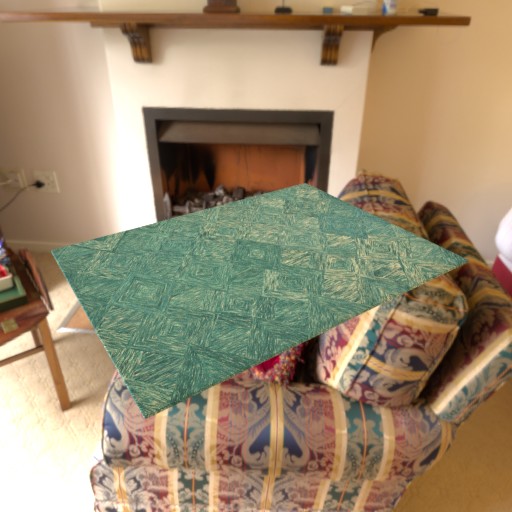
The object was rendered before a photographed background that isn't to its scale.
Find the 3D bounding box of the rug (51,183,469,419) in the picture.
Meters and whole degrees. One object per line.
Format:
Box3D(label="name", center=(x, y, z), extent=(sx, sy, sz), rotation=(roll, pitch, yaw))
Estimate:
Box3D(label="rug", center=(0.000, 0.000, 4.257), extent=(3.217, 0.027, 2.405), rotation=(-19, 35, -29))
